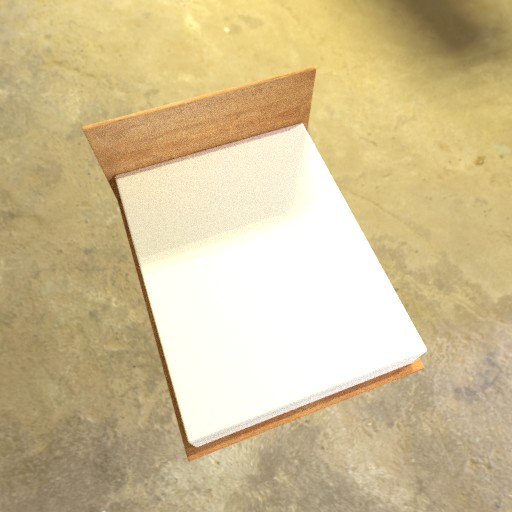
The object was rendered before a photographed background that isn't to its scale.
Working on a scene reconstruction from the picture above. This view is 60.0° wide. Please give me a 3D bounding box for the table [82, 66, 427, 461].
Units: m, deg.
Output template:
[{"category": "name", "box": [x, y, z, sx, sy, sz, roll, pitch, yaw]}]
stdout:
[{"category": "table", "box": [0.000, 0.000, 3.123, 1.707, 1.041, 2.149, -18, 64, -9]}]
